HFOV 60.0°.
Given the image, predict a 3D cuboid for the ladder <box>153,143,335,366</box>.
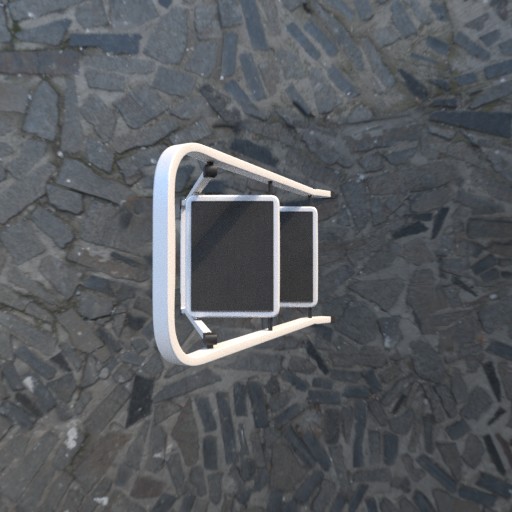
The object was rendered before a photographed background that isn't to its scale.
[{"bbox_3d":[0.000,0.000,1.152,0.544,0.810,0.460,0,89,1],"label":"ladder"}]
